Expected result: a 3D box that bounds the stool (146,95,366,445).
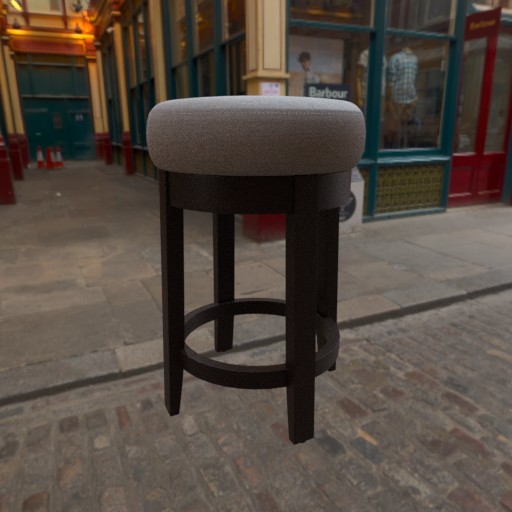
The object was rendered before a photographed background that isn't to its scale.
[{"bbox_3d":[0.000,0.000,0.992,0.443,0.672,0.443,0,16,0],"label":"stool"}]
